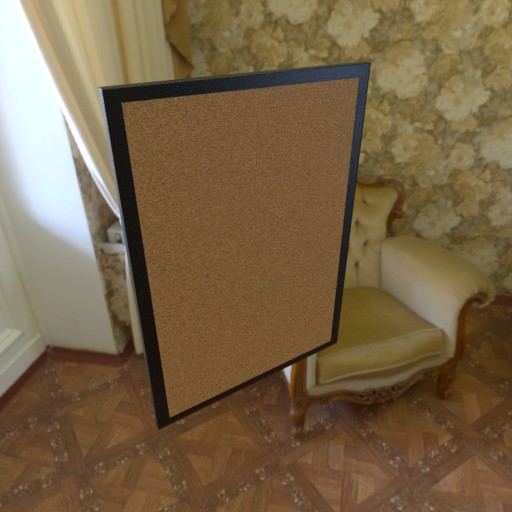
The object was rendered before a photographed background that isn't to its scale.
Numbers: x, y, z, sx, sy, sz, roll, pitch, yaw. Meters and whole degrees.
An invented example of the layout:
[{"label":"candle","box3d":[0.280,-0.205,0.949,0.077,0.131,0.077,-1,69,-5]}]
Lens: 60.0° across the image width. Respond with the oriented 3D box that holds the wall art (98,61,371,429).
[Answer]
[{"label":"wall art","box3d":[0.000,0.000,0.851,0.480,0.657,0.016,-18,35,-28]}]
